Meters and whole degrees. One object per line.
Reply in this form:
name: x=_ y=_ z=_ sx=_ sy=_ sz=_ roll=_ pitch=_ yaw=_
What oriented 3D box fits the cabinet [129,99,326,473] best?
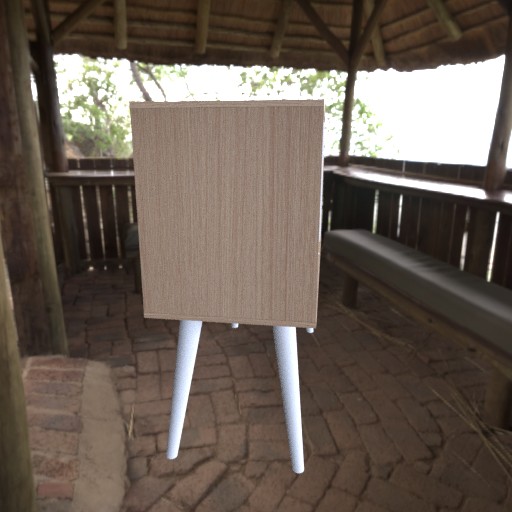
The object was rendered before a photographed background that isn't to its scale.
cabinet: x=0.000 y=0.000 z=1.651 sx=0.470 sy=1.016 sz=1.057 roll=2 pitch=15 yaw=8
